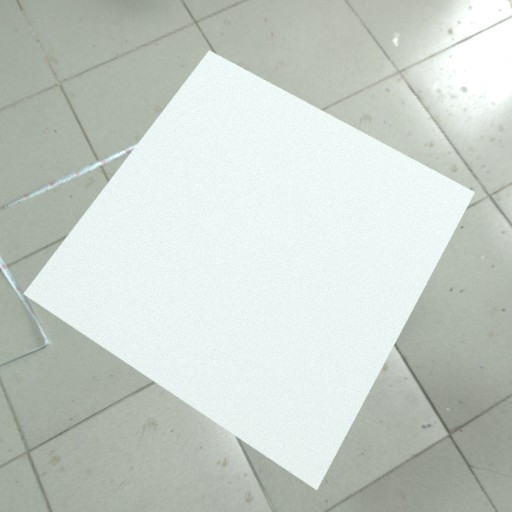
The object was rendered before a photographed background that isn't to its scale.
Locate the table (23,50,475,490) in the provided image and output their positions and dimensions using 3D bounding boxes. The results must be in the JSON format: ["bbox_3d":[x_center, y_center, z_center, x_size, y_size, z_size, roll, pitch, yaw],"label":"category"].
[{"bbox_3d":[0.000,0.000,1.349,0.890,0.305,0.890,31,77,8],"label":"table"}]
